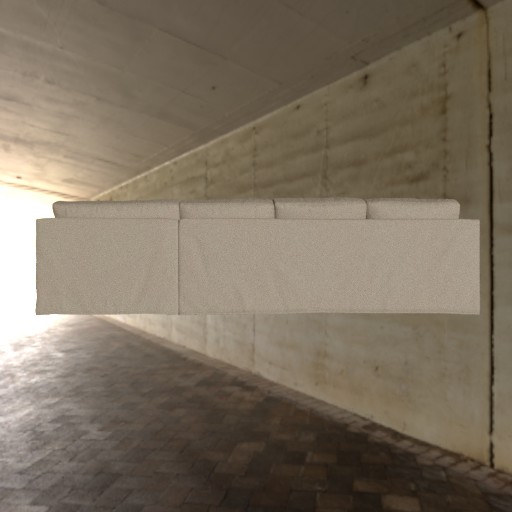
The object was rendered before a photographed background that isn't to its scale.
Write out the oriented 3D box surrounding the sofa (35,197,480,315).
[{"bbox_3d":[0.000,0.000,3.945,3.206,0.871,1.622,0,-1,-1],"label":"sofa"}]
